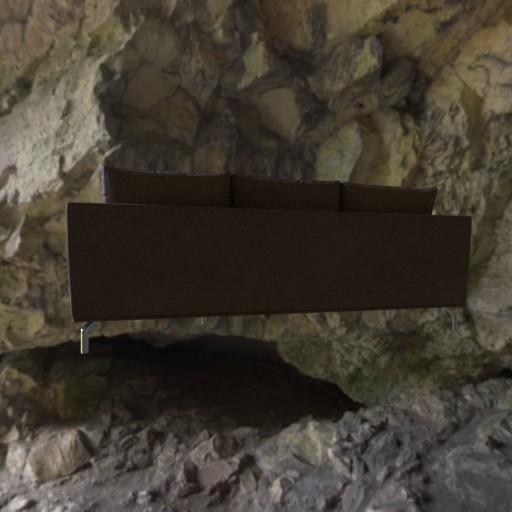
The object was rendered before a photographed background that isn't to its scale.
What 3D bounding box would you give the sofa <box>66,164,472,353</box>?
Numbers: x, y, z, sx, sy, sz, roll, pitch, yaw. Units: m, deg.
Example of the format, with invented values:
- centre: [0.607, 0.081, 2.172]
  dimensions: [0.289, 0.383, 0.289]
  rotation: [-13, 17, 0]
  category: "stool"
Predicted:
- centre: [0.000, 0.000, 3.266]
  dimensions: [2.438, 0.987, 1.622]
  rotation: [0, 0, -18]
  category: "sofa"
